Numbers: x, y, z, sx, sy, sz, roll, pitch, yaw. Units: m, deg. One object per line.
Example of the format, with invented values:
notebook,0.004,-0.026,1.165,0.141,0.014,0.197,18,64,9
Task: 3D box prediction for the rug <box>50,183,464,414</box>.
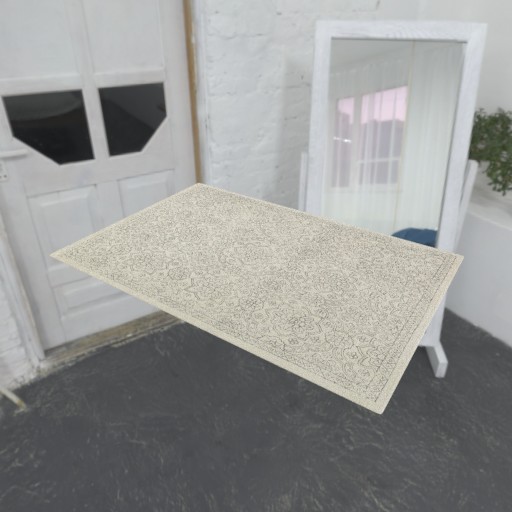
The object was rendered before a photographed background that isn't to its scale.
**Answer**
rug,0.000,0.000,2.928,2.286,0.011,1.524,19,36,29
